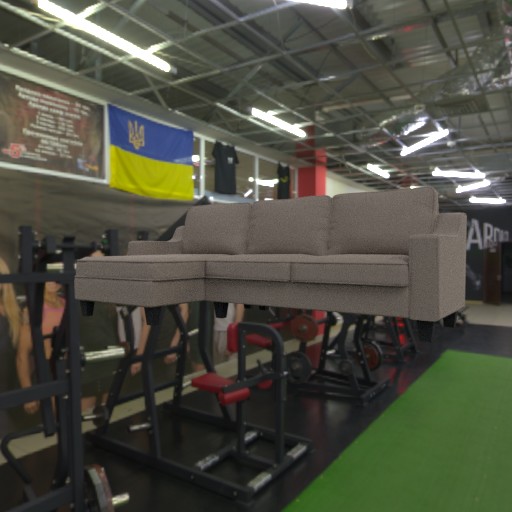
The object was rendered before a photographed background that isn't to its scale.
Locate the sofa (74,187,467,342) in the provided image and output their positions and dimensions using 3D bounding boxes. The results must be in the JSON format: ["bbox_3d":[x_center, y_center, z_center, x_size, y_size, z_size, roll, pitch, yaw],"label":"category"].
[{"bbox_3d":[0.000,0.000,3.193,2.561,0.928,1.294,0,1,36],"label":"sofa"}]
